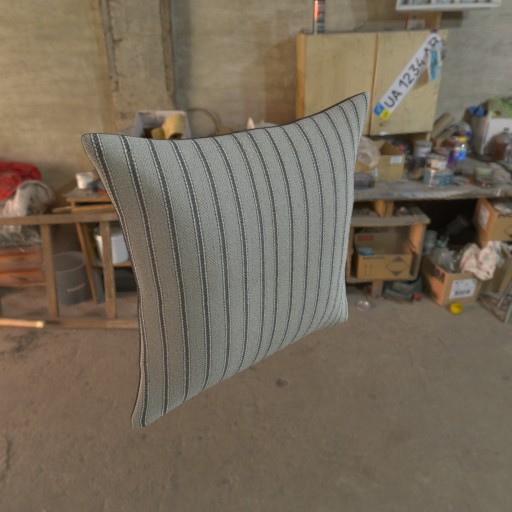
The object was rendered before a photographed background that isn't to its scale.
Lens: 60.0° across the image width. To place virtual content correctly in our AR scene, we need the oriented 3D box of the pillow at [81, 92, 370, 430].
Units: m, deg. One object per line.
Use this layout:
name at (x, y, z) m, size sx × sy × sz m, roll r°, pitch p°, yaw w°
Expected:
pillow at (0.000, 0.000, 0.687) m, size 0.468 × 0.444 × 0.138 m, roll -20°, pitch 34°, yaw -33°
